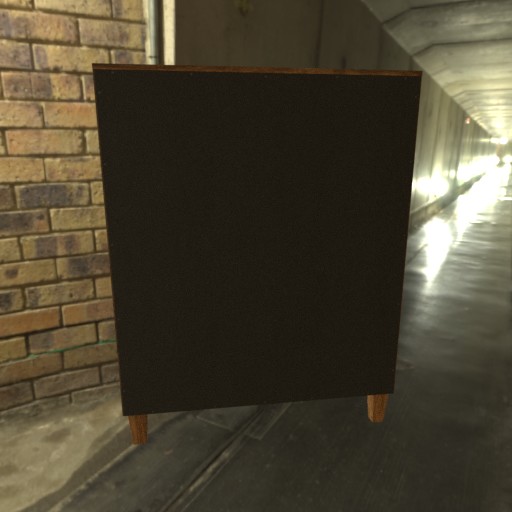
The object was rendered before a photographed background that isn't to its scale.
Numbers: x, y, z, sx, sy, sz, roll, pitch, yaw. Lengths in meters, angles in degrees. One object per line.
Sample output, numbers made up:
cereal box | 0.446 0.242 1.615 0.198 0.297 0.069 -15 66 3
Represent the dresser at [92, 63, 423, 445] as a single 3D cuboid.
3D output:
dresser | 0.000 0.000 1.795 1.067 1.359 0.438 -2 15 -8
